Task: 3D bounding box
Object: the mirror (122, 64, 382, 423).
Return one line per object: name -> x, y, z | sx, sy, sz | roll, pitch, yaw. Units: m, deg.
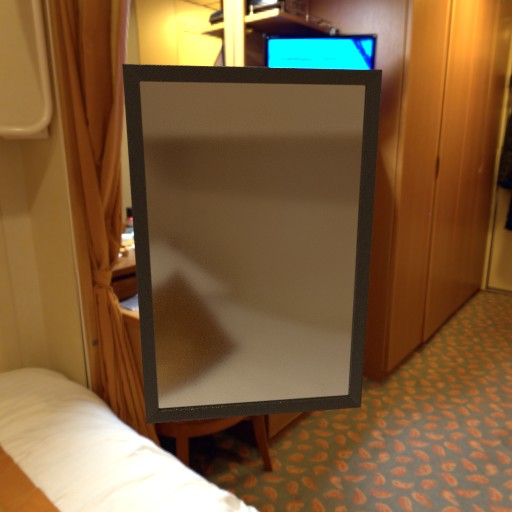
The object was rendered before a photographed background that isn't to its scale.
mirror -> 0.000, 0.000, 1.158 | 0.609, 0.915, 0.040 | -2, 14, -7
